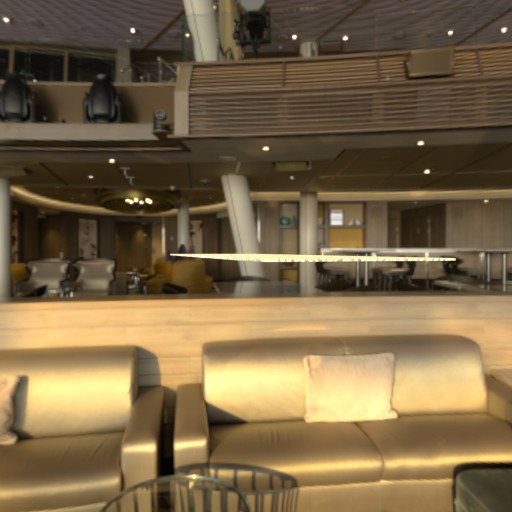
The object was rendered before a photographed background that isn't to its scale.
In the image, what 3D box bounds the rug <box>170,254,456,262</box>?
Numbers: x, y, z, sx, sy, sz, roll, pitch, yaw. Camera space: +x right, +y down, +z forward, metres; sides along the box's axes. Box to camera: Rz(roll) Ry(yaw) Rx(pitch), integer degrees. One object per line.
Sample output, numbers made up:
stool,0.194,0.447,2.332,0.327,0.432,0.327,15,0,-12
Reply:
rug,0.000,0.000,2.435,0.686,0.008,2.286,0,1,-17
